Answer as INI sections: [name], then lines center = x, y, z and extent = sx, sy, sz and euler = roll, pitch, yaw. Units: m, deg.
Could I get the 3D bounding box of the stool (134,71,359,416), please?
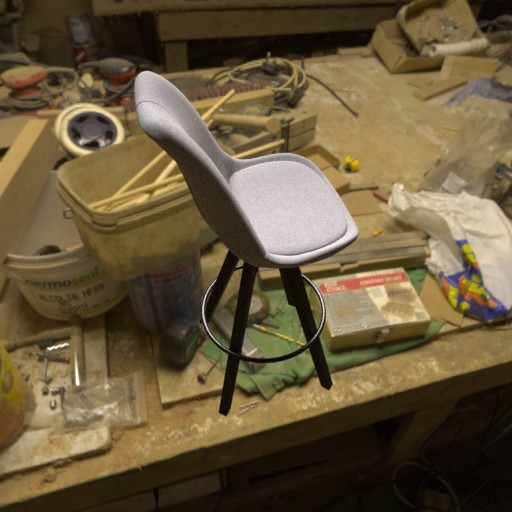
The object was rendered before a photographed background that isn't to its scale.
[stool]
center = 0.000, 0.000, 1.404
extent = 0.550, 1.115, 0.485
euler = -11, 46, -10
